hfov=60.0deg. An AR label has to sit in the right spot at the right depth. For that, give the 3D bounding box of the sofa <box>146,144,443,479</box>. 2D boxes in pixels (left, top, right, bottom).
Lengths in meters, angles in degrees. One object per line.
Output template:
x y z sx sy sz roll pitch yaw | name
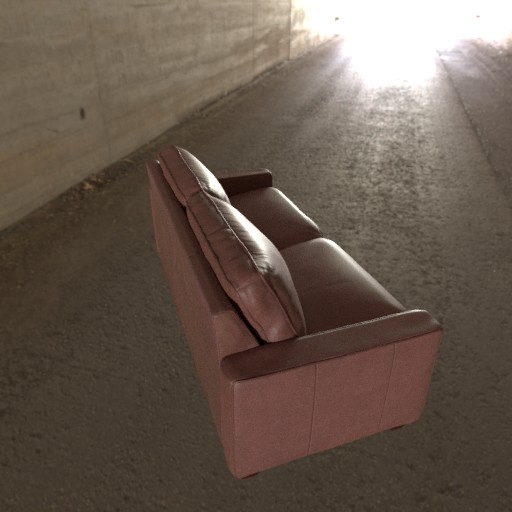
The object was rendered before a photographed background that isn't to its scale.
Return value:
0.000 0.000 2.538 0.940 0.919 2.080 -10 32 -17 | sofa
